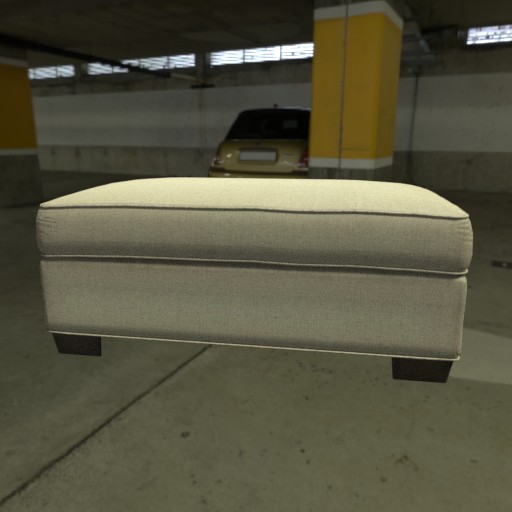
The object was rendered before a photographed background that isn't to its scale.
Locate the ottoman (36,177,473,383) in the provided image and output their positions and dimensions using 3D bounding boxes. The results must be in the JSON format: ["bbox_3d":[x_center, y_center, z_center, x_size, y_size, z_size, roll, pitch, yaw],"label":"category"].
[{"bbox_3d":[0.000,0.000,1.394,1.097,0.461,0.617,2,15,8],"label":"ottoman"}]
